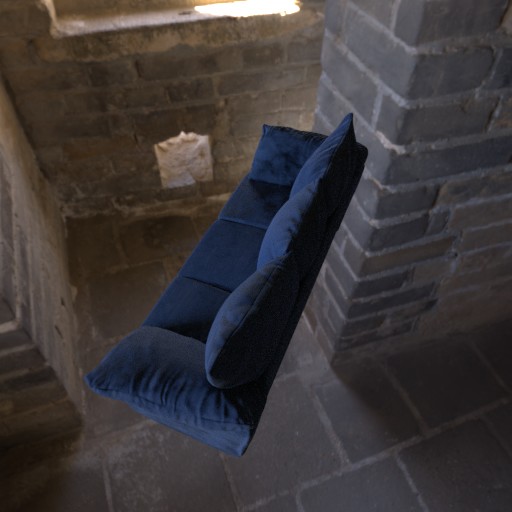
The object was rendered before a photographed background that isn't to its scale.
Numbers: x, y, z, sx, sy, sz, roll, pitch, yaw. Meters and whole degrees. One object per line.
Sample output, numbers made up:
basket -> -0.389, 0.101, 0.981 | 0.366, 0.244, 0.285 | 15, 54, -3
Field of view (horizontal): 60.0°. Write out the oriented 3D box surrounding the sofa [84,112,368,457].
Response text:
sofa -> 0.000, 0.000, 2.844 | 0.907, 1.091, 2.390 | 17, 51, 15
